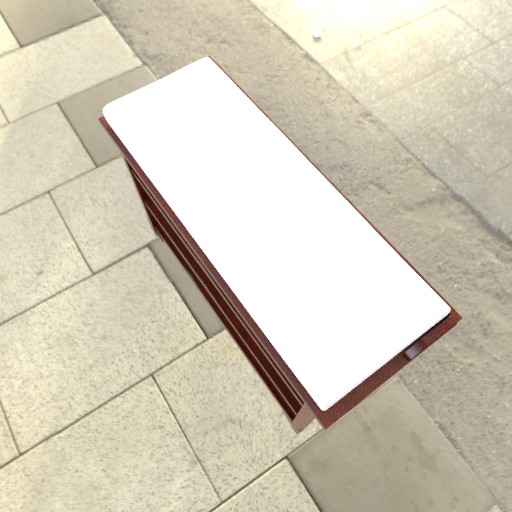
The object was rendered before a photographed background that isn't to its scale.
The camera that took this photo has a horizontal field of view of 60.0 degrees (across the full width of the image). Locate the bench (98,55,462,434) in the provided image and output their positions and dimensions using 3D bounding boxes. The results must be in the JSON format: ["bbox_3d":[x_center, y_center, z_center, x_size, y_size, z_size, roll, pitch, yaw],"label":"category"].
[{"bbox_3d":[0.000,0.000,1.325,0.369,0.646,0.987,-33,68,-15],"label":"bench"}]
